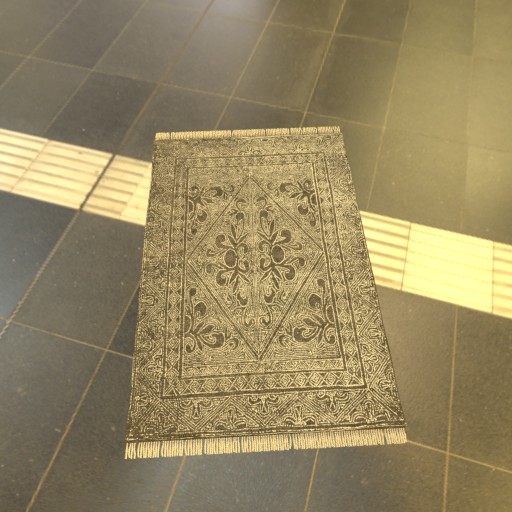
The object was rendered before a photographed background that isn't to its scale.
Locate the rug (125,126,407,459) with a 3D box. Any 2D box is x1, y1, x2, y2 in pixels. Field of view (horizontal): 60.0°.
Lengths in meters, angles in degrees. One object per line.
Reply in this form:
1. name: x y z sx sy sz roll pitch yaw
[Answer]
1. rug: 0.000 0.000 2.993 1.529 0.010 2.440 -3 58 -2
